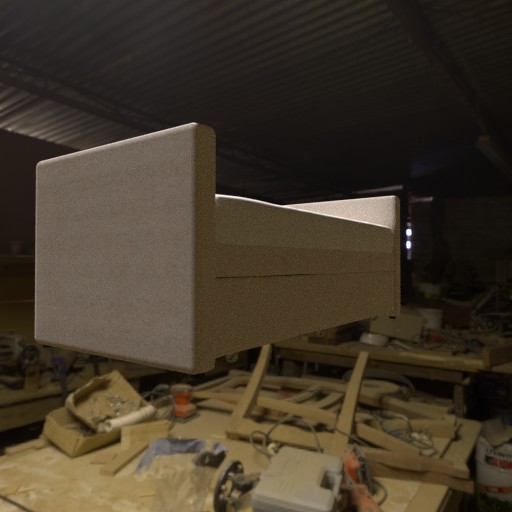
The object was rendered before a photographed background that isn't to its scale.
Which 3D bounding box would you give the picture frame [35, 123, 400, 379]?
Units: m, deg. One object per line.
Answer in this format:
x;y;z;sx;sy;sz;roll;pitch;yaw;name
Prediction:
0.000;0.000;2.688;1.069;0.891;2.161;-1;-1;36;picture frame
